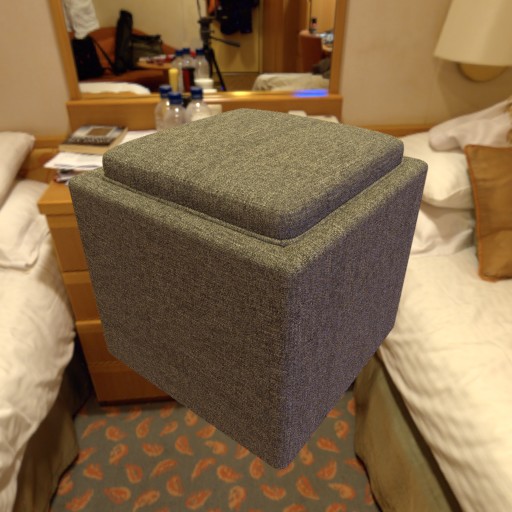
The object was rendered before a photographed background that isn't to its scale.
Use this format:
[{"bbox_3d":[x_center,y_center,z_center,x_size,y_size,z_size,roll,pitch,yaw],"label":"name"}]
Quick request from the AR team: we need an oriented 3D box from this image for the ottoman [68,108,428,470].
[{"bbox_3d":[0.000,0.000,0.846,0.450,0.460,0.450,22,38,31],"label":"ottoman"}]
